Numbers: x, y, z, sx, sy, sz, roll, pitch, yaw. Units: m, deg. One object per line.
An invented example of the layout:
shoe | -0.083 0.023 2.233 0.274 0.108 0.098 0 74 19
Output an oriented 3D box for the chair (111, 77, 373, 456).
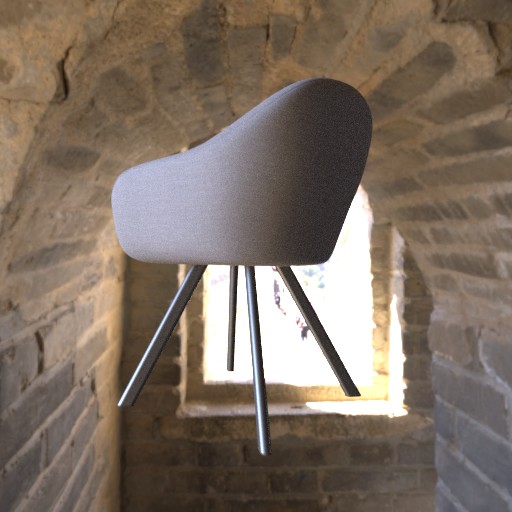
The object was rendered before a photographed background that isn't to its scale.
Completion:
chair | 0.000 0.000 1.168 0.570 0.780 0.540 0 1 36
